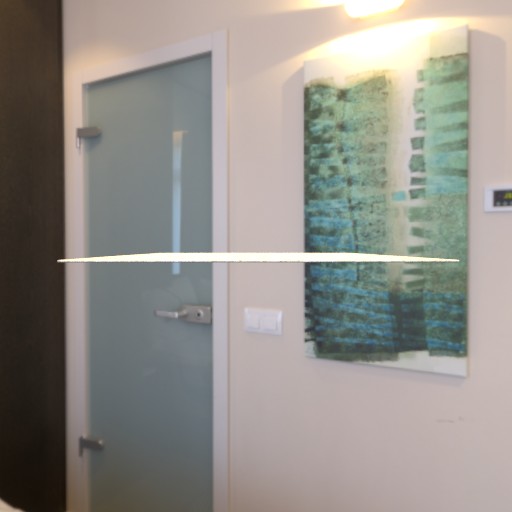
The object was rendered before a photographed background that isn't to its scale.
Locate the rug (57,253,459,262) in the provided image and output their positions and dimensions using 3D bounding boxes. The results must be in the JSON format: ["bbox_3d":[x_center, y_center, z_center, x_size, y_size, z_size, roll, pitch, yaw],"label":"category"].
[{"bbox_3d":[0.000,0.000,4.202,2.447,0.014,3.061,0,1,-1],"label":"rug"}]
